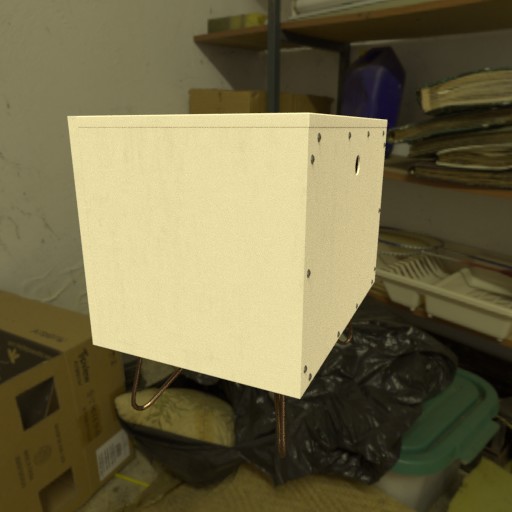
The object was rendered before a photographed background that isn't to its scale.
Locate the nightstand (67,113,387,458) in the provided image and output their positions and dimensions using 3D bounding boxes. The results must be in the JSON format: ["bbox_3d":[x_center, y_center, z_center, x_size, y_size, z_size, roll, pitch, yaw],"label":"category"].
[{"bbox_3d":[0.000,0.000,1.019,0.447,0.604,0.614,7,18,24],"label":"nightstand"}]
